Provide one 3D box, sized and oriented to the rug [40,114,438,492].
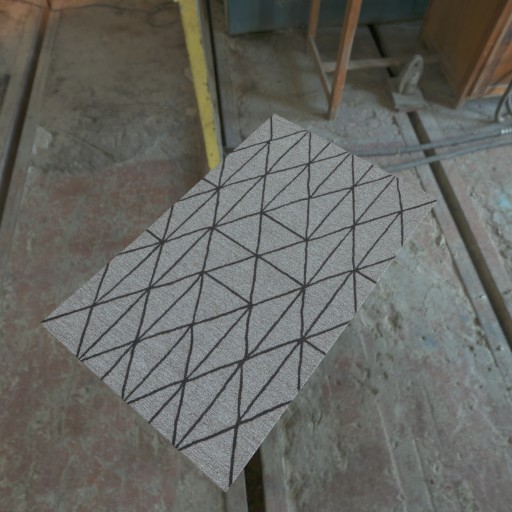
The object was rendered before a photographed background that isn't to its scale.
[{"bbox_3d":[0.000,0.000,3.049,1.526,0.008,2.465,34,64,19],"label":"rug"}]
